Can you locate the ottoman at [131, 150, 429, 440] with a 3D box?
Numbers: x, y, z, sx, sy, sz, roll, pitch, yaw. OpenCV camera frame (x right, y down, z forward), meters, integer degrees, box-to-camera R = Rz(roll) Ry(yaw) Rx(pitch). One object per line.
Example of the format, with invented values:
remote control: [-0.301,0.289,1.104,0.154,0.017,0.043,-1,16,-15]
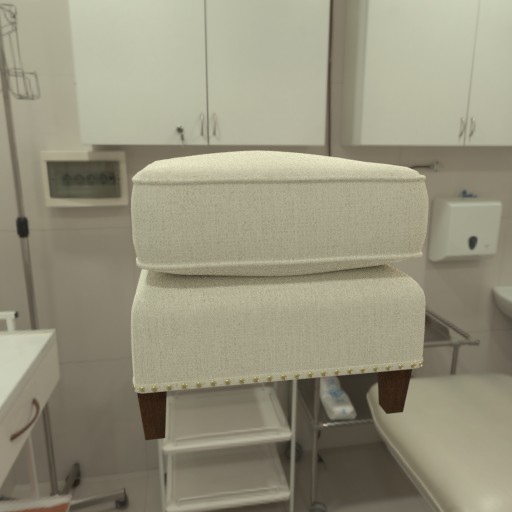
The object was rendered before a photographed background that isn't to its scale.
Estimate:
ottoman: [0.000,0.000,1.160,0.589,0.537,0.738,-2,14,-10]
